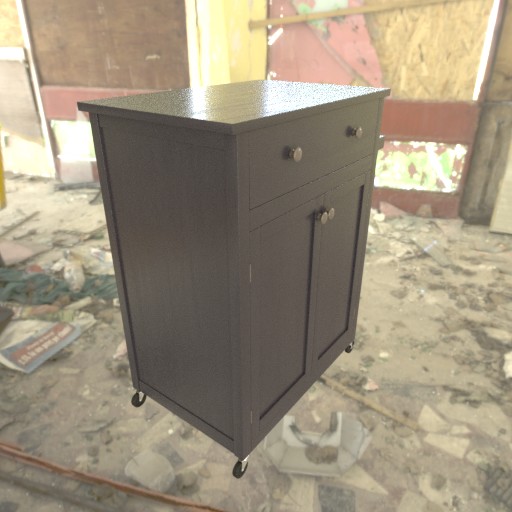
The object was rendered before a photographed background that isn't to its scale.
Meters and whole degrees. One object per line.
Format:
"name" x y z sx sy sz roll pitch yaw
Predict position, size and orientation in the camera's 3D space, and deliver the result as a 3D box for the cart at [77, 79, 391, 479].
"cart" 0.000 0.000 1.272 0.449 0.878 0.690 19 32 33
